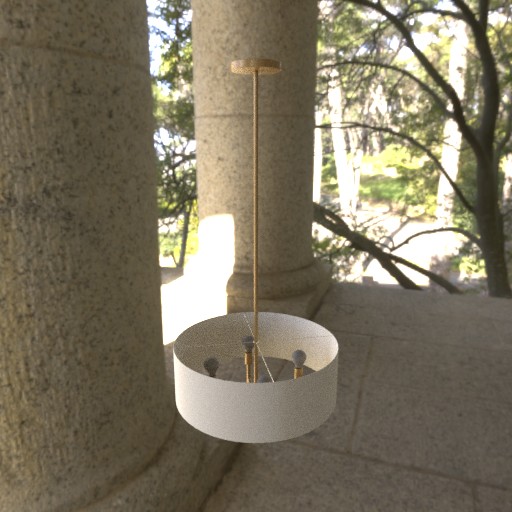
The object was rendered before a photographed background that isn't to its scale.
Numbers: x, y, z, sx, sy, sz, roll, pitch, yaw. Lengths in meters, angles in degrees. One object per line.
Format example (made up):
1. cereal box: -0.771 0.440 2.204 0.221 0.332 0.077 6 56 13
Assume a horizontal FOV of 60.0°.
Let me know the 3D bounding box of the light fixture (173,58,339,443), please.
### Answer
1. light fixture: 0.000 0.000 1.318 0.508 1.067 0.508 0 14 0
